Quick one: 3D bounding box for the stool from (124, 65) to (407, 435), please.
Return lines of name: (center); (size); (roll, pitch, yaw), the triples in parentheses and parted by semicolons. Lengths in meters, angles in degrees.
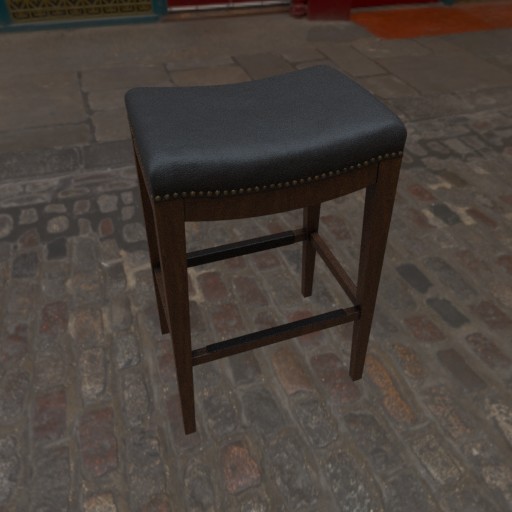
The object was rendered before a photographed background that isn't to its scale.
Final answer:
stool: (0.000, 0.000, 1.053); (0.500, 0.765, 0.361); (-13, 43, -14)
